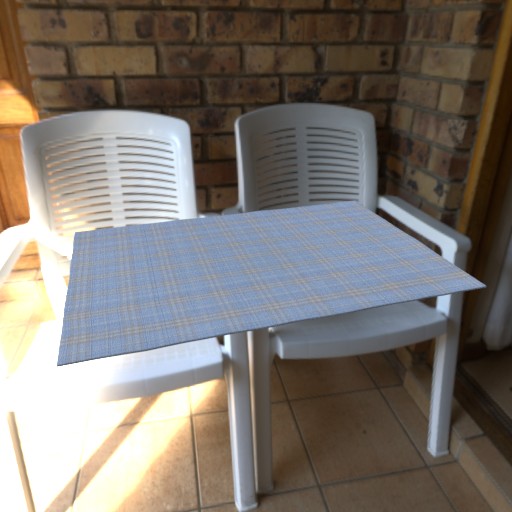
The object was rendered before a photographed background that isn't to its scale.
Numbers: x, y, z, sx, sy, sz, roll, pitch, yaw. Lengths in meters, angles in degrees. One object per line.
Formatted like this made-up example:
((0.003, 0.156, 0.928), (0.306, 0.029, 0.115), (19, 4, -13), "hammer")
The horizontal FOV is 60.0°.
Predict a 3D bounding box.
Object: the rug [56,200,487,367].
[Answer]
((0.000, 0.000, 2.300), (1.835, 0.012, 1.231), (-8, 28, -15), "rug")
